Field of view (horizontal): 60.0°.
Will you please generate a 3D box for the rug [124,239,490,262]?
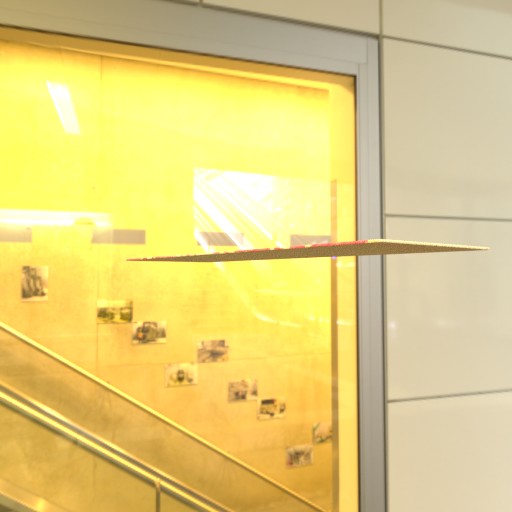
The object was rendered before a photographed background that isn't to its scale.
[{"bbox_3d":[0.000,0.000,2.697,0.787,0.011,2.458,2,-3,-36],"label":"rug"}]
